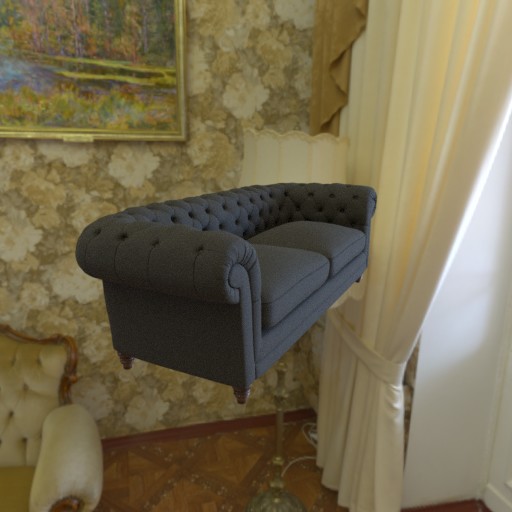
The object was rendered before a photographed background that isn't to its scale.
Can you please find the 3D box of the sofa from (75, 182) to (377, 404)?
[{"bbox_3d":[0.000,0.000,2.775,0.991,0.762,2.362,7,16,26],"label":"sofa"}]
